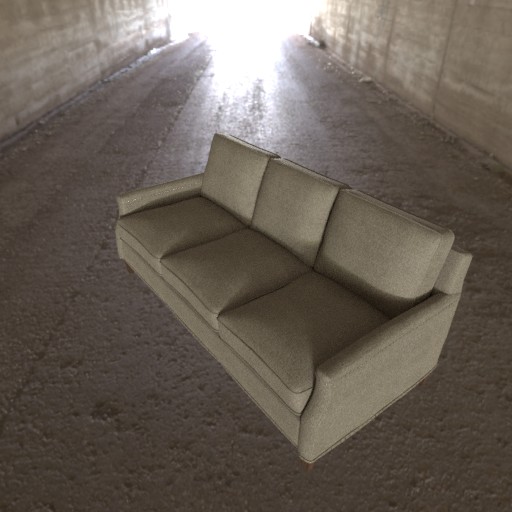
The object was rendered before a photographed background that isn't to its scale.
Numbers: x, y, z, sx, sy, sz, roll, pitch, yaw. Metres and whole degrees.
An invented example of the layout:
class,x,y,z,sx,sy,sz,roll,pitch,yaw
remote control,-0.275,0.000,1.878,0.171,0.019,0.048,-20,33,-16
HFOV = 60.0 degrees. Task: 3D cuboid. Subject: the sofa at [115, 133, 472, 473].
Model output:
class,x,y,z,sx,sy,sz,roll,pitch,yaw
sofa,0.000,0.000,2.830,1.084,1.003,2.246,-22,38,-30
